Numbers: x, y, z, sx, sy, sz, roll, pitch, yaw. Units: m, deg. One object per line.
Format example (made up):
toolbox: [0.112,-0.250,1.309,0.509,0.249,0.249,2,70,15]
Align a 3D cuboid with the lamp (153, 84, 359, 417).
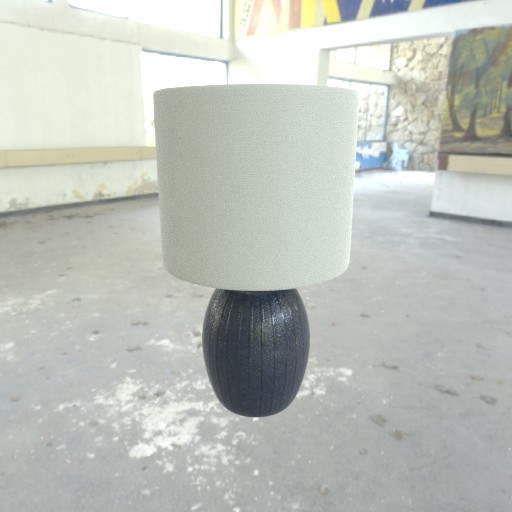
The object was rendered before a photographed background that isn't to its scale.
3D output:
lamp: [0.000,0.000,0.795,0.329,0.570,0.329,15,22,42]
